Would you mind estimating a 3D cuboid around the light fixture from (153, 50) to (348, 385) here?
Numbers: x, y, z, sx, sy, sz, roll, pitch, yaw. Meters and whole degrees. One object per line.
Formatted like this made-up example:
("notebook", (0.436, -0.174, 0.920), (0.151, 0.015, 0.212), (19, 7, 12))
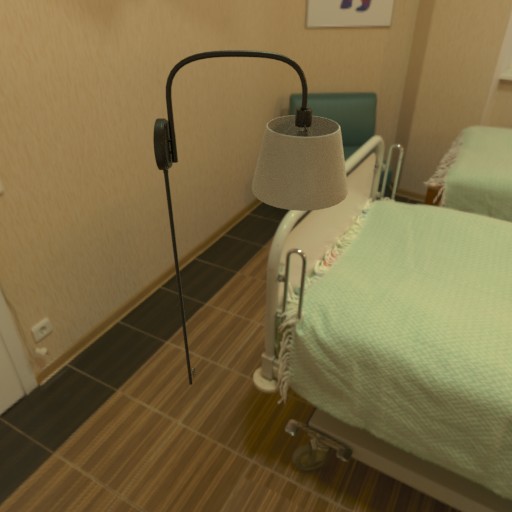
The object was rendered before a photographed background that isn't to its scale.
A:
("light fixture", (0.000, 0.000, 0.469), (0.176, 0.399, 0.092), (0, 33, 0))
